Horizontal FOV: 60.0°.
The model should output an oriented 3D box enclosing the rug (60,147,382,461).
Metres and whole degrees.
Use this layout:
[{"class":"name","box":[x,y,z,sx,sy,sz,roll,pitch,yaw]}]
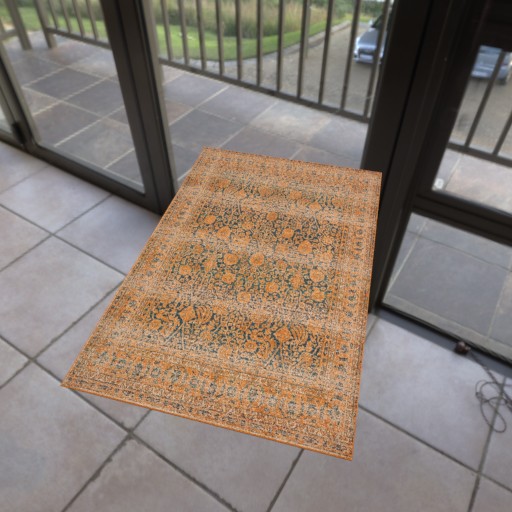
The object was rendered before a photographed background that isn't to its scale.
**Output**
[{"class":"rug","box":[0.000,0.000,2.978,1.525,0.007,2.336,11,47,10]}]
